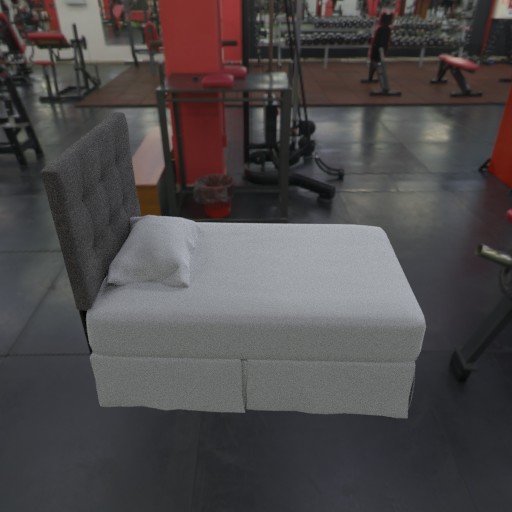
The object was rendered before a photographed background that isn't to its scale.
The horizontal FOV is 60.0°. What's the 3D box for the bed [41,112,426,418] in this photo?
[{"bbox_3d":[0.000,0.000,2.899,1.997,1.571,1.261,1,31,2],"label":"bed"}]
